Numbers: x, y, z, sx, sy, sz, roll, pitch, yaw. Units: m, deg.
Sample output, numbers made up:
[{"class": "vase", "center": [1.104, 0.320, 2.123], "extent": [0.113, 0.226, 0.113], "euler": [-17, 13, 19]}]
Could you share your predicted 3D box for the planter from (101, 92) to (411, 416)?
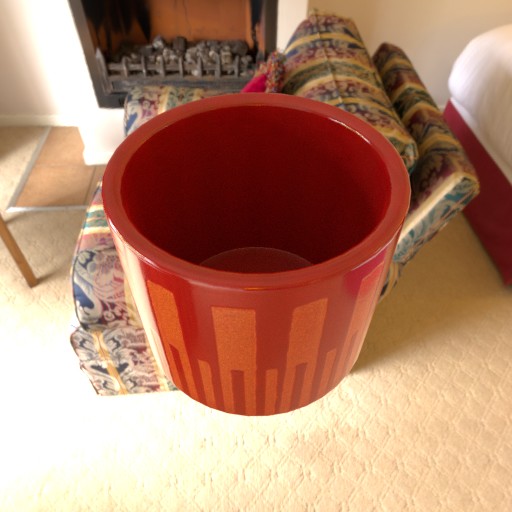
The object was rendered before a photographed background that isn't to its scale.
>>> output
[{"class": "planter", "center": [0.000, 0.000, 0.409], "extent": [0.230, 0.202, 0.230], "euler": [0, 48, 0]}]
